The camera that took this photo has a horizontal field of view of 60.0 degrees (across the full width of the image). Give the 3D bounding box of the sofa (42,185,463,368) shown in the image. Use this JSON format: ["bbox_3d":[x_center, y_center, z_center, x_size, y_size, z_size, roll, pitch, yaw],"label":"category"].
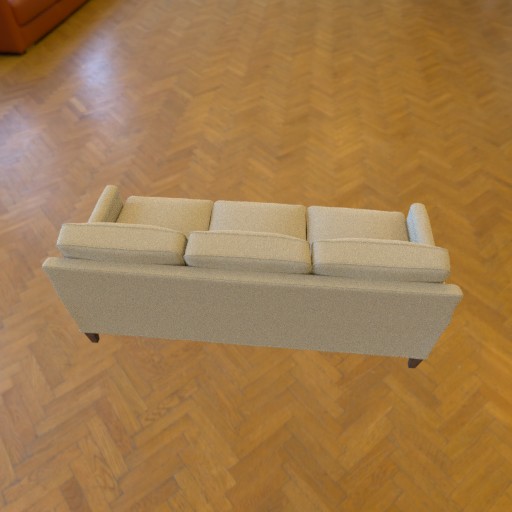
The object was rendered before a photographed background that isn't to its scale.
[{"bbox_3d":[0.000,0.000,2.865,2.246,1.003,1.084,4,46,4],"label":"sofa"}]
